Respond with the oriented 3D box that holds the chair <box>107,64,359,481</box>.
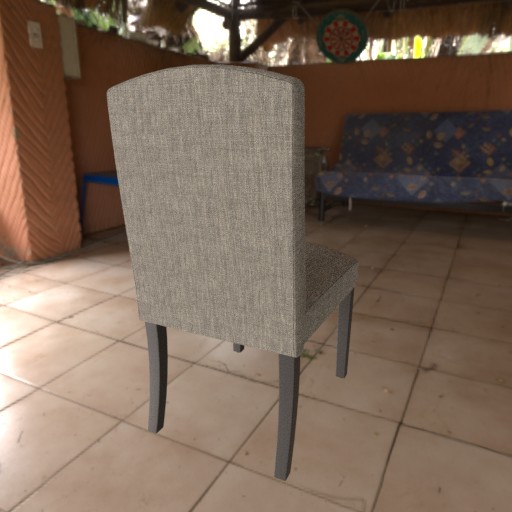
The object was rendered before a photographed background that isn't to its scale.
[{"bbox_3d":[0.000,0.000,1.222,0.451,0.917,0.580,8,18,25],"label":"chair"}]
